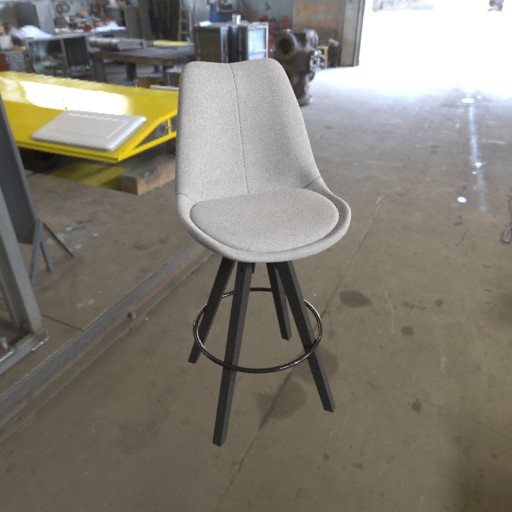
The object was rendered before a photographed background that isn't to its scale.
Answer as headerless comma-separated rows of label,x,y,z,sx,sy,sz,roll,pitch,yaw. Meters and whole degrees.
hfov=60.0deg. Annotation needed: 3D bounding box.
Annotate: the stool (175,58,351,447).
stool,0.000,0.000,1.439,0.485,1.115,0.550,-10,33,-16
